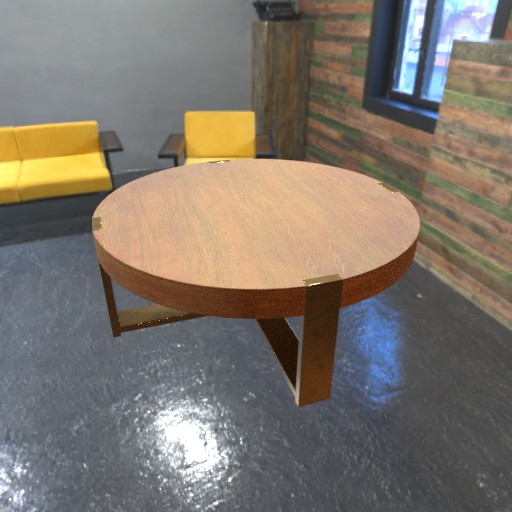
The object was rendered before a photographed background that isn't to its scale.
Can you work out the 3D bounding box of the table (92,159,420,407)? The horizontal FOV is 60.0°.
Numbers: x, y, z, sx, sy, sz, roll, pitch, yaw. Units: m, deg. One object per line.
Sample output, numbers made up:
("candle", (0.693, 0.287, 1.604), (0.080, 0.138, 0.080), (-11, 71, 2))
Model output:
("table", (0.000, 0.000, 1.666), (1.100, 0.420, 1.100), (0, 29, 0))
